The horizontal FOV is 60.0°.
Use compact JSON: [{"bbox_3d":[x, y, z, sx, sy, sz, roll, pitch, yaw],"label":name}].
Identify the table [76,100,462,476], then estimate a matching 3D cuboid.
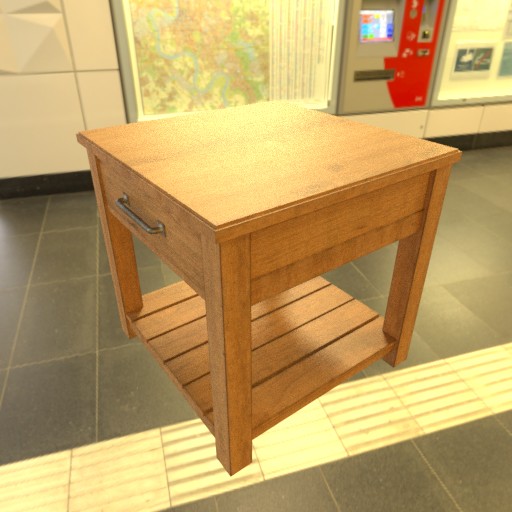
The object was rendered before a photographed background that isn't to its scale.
[{"bbox_3d":[0.000,0.000,1.127,0.612,0.593,0.616,-21,37,-31],"label":"table"}]
